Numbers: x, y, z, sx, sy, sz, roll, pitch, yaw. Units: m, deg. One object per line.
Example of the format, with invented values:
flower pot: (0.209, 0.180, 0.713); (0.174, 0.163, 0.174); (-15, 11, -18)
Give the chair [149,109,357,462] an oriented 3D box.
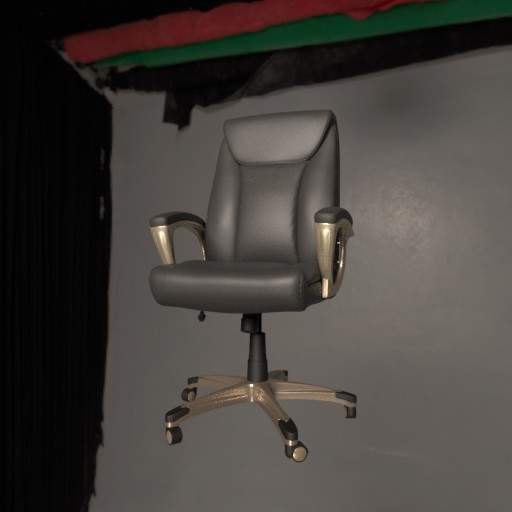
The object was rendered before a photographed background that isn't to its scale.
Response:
chair: (0.000, 0.000, 1.596); (0.694, 1.188, 0.748); (0, 1, 18)
